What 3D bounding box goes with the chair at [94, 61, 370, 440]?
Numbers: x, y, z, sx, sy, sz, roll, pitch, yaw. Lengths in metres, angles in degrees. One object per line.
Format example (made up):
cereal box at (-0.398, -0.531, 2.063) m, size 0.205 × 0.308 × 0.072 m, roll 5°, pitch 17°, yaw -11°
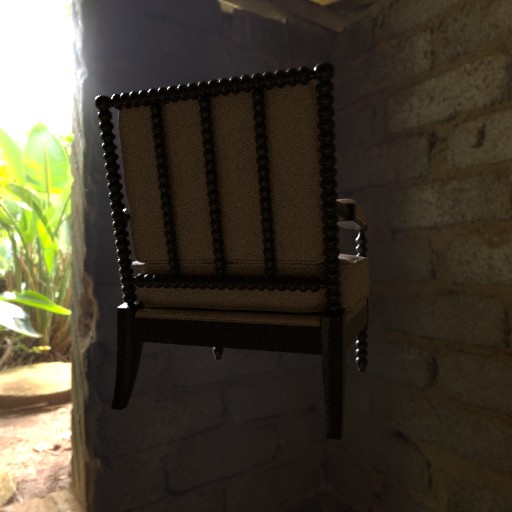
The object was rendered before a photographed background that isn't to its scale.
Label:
chair at (0.000, 0.000, 1.172) m, size 0.555 × 0.703 × 0.657 m, roll 0°, pitch 0°, yaw 20°
